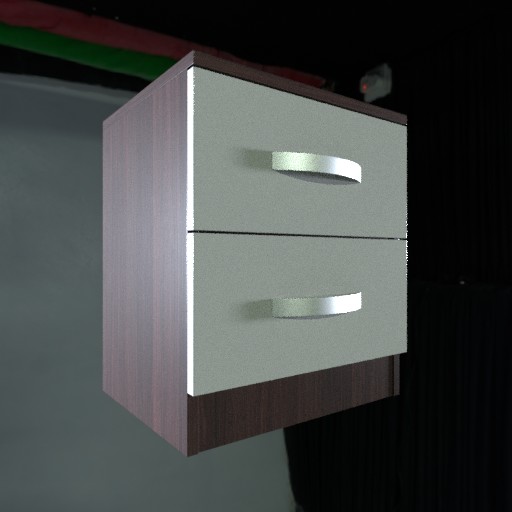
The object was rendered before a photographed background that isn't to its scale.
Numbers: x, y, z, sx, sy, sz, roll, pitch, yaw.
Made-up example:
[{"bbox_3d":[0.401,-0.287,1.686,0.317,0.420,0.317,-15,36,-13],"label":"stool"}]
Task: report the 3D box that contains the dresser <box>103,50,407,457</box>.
[{"bbox_3d":[0.000,0.000,0.747,0.400,0.470,0.360,0,0,-36],"label":"dresser"}]
